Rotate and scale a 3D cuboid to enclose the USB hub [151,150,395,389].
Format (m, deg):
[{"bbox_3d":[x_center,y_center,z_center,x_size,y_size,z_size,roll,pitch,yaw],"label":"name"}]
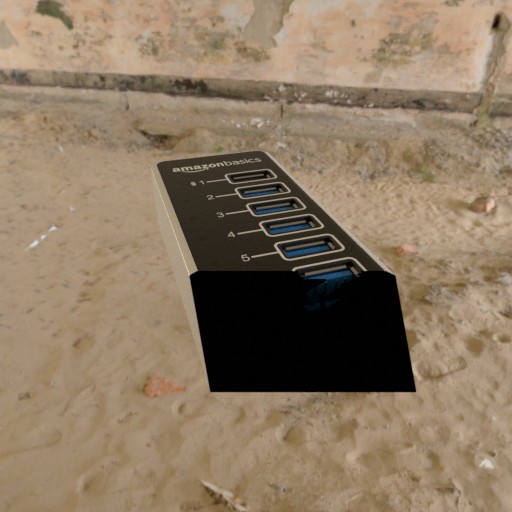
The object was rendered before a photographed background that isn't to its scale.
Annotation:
[{"bbox_3d":[0.000,0.000,0.126,0.044,0.023,0.110,-10,34,-15],"label":"USB hub"}]
